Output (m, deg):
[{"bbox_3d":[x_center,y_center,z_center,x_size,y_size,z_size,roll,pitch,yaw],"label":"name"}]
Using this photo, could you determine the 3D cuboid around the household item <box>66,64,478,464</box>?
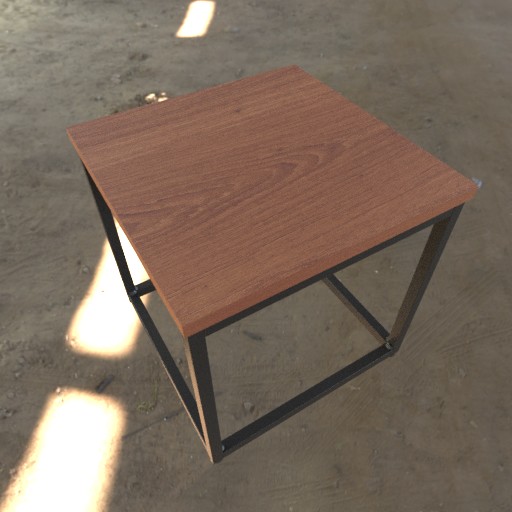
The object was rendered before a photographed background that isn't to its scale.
[{"bbox_3d":[0.000,0.000,0.739,0.400,0.400,0.400,-24,51,-21],"label":"household item"}]
